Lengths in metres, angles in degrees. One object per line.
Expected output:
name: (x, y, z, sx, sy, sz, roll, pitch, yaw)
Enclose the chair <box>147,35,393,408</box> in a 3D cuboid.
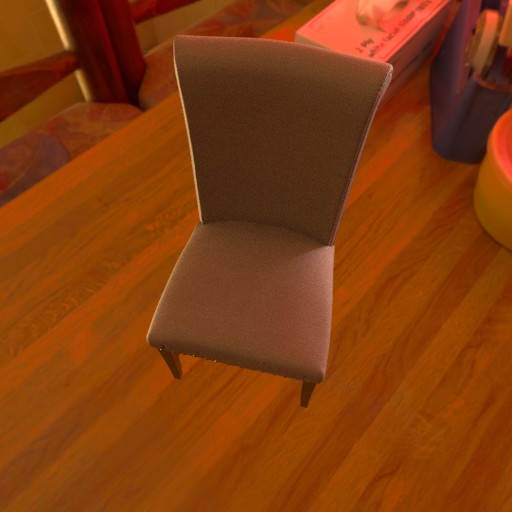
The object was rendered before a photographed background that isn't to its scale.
chair: (0.000, 0.000, 1.289, 0.513, 0.988, 0.608, 11, 60, 6)
